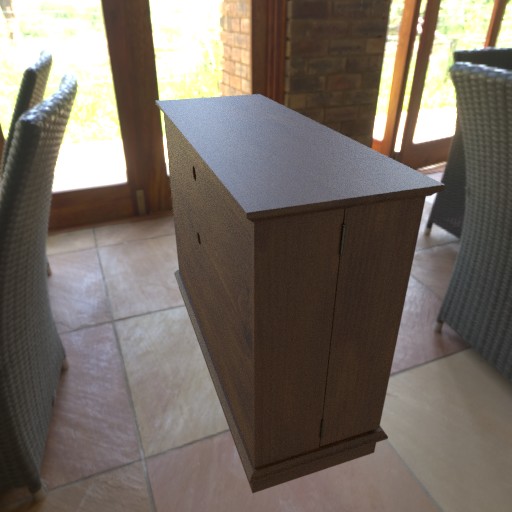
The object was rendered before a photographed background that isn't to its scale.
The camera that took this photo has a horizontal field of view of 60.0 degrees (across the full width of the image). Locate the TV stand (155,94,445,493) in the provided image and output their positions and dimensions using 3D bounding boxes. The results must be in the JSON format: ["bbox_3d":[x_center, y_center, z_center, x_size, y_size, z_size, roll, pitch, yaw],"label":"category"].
[{"bbox_3d":[0.000,0.000,1.441,0.406,0.813,1.067,-10,31,-17],"label":"TV stand"}]
